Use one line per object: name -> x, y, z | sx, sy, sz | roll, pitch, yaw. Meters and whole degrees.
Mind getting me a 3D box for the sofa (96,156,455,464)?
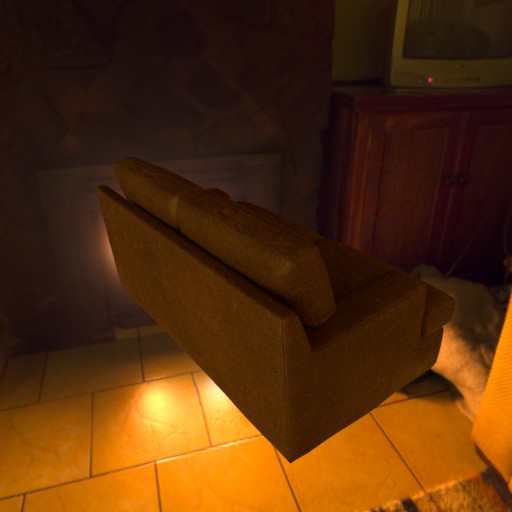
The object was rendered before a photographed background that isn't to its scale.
sofa -> 0.000, 0.000, 2.504 | 1.143, 0.939, 1.880 | -18, 32, -32
